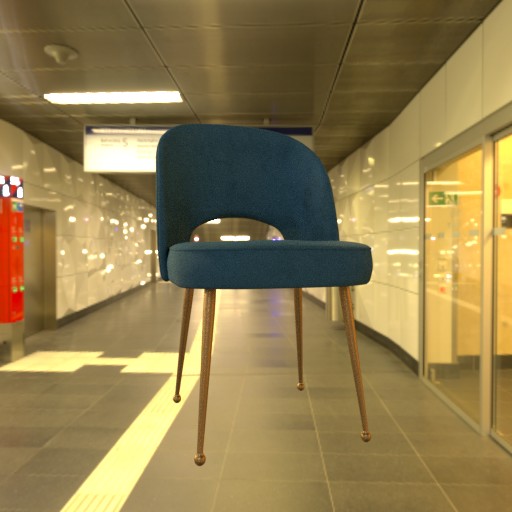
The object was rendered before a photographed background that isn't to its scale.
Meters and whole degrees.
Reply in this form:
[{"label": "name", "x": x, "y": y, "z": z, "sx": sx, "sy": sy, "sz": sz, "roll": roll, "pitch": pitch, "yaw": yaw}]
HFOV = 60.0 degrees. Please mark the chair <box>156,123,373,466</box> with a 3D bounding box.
[{"label": "chair", "x": 0.000, "y": 0.000, "z": 1.209, "sx": 0.527, "sy": 0.860, "sz": 0.577, "roll": 0, "pitch": 1, "yaw": -17}]
